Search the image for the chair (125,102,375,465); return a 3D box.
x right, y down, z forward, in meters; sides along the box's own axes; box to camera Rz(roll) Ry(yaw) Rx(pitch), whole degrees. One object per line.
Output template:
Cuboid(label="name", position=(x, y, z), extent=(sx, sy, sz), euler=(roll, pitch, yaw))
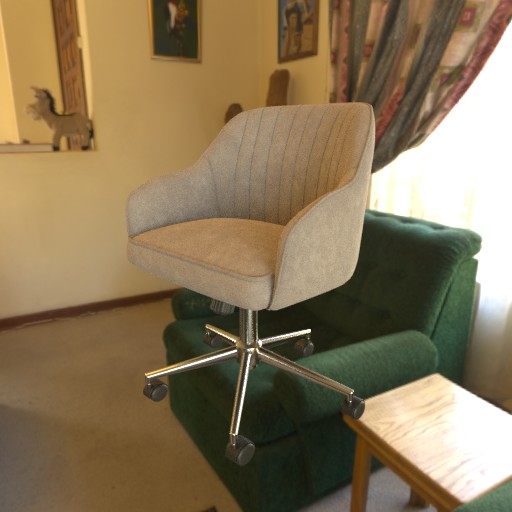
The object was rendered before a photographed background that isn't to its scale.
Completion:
Cuboid(label="chair", position=(0.000, 0.000, 1.249), extent=(0.635, 0.831, 0.573), euler=(15, 22, 43))
